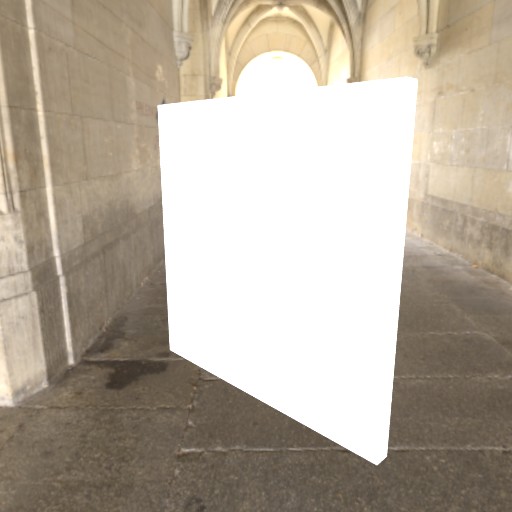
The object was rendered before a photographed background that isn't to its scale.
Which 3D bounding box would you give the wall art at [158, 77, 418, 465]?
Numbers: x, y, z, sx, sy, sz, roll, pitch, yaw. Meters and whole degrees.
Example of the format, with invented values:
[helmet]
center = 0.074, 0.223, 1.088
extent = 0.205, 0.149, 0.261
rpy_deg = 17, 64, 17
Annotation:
[wall art]
center = 0.000, 0.000, 1.112
extent = 0.040, 0.762, 0.762
rpy_deg = -13, 19, -43
